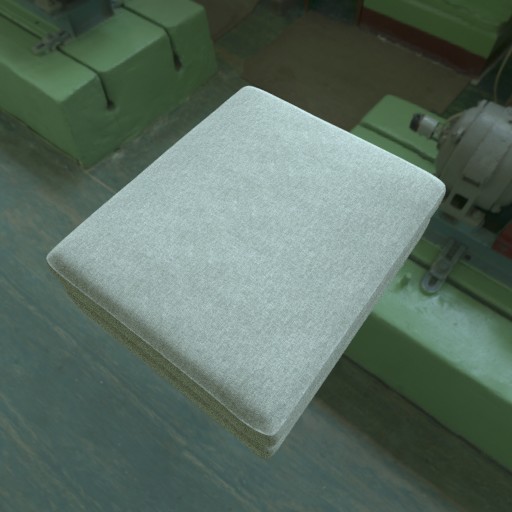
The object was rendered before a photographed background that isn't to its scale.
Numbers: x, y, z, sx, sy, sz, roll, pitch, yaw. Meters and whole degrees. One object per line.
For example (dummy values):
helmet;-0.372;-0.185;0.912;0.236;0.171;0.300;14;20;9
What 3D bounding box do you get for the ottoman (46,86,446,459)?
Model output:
ottoman;0.000;0.000;1.268;0.693;0.474;0.821;33;64;18
